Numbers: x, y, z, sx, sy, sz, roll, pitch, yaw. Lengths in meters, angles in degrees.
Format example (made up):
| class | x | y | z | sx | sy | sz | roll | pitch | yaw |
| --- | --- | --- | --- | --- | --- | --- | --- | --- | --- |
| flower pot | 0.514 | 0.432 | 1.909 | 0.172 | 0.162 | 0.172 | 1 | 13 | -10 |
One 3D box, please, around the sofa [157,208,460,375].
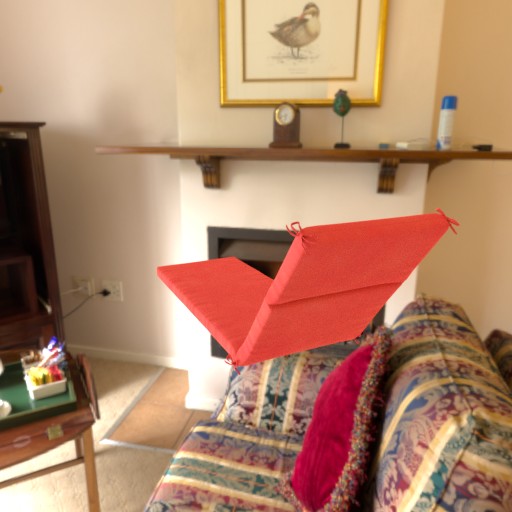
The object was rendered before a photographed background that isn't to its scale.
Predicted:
| class | x | y | z | sx | sy | sz | roll | pitch | yaw |
| --- | --- | --- | --- | --- | --- | --- | --- | --- | --- |
| sofa | 0.000 | 0.000 | 1.989 | 0.582 | 0.622 | 1.663 | -8 | 17 | -26 |
